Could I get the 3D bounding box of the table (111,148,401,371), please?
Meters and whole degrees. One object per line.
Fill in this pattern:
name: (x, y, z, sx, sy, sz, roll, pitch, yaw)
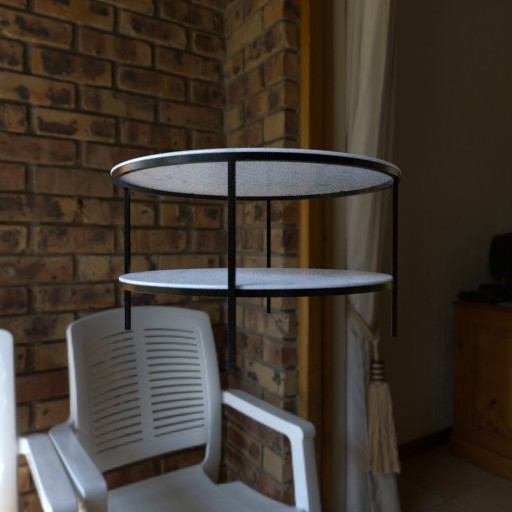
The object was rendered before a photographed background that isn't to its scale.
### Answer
table: (0.000, 0.000, 1.289, 0.800, 0.450, 0.800, 0, 1, 0)
